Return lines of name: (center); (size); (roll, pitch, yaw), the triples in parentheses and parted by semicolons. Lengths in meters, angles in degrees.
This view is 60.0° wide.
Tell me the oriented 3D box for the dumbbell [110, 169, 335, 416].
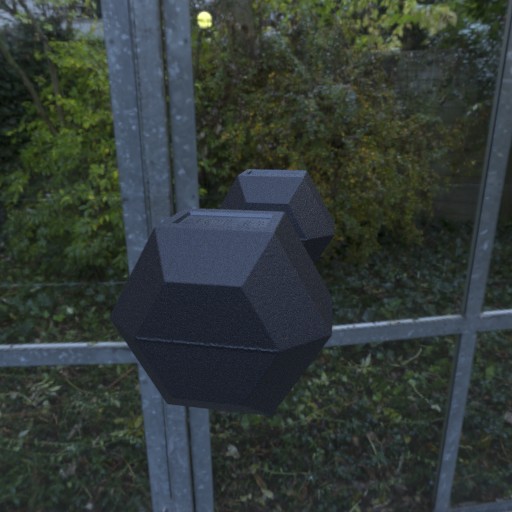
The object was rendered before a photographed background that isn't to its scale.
dumbbell: (0.000, 0.000, 0.409); (0.142, 0.123, 0.337); (3, 18, 10)
